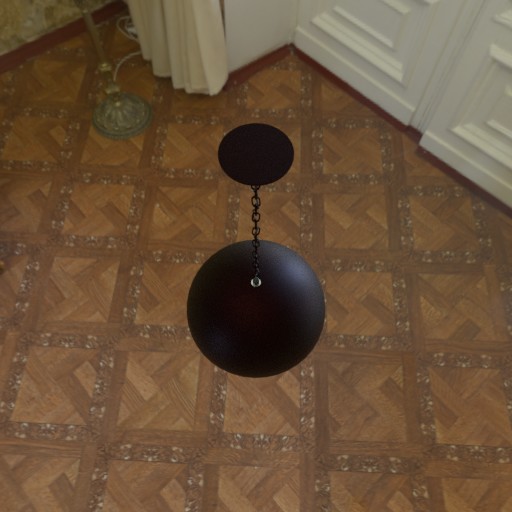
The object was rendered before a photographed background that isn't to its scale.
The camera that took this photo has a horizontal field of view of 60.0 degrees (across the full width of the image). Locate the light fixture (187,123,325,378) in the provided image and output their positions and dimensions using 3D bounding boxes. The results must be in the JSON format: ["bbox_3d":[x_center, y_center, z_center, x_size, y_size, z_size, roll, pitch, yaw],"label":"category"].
[{"bbox_3d":[0.000,0.000,1.195,0.492,0.869,0.492,1,65,1],"label":"light fixture"}]
